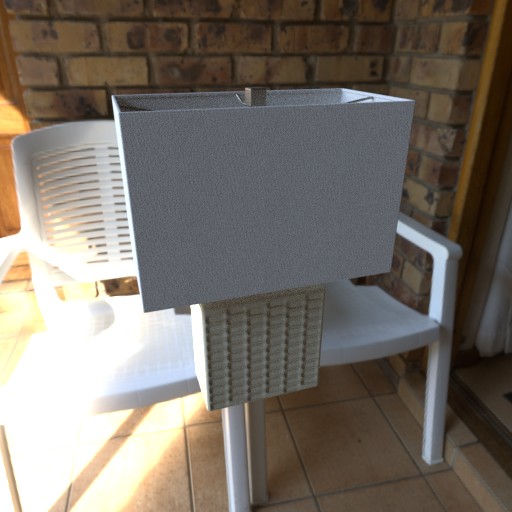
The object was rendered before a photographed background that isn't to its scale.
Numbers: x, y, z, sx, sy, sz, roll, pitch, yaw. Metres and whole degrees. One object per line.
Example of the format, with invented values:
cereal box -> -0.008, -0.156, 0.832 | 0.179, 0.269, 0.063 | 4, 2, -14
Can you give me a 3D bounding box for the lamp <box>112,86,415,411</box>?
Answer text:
lamp -> 0.000, 0.000, 0.722 | 0.380, 0.515, 0.200 | -8, 26, -17
